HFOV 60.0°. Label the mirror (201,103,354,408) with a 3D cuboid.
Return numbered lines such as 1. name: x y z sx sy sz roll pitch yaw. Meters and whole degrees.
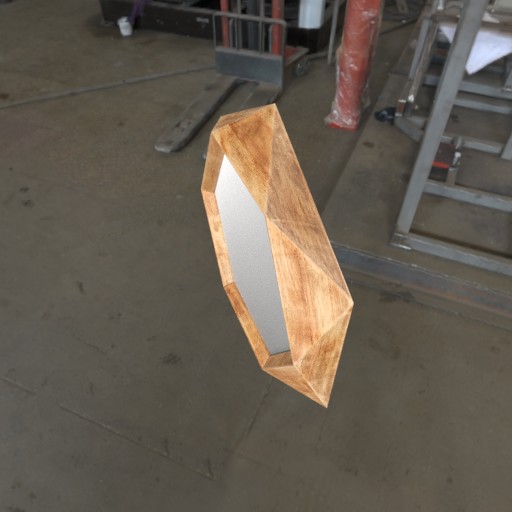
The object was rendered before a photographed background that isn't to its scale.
1. mirror: 0.000 0.000 1.087 0.091 0.779 0.675 -16 48 -15
